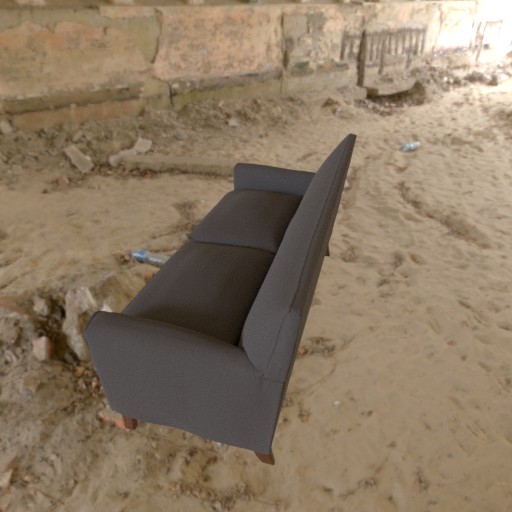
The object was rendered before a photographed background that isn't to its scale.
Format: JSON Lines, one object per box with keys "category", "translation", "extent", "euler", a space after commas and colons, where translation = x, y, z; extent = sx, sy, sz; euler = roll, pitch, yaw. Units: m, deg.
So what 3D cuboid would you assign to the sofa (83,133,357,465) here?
{"category": "sofa", "translation": [0.000, 0.000, 2.441], "extent": [0.843, 0.907, 2.002], "euler": [8, 32, 13]}
